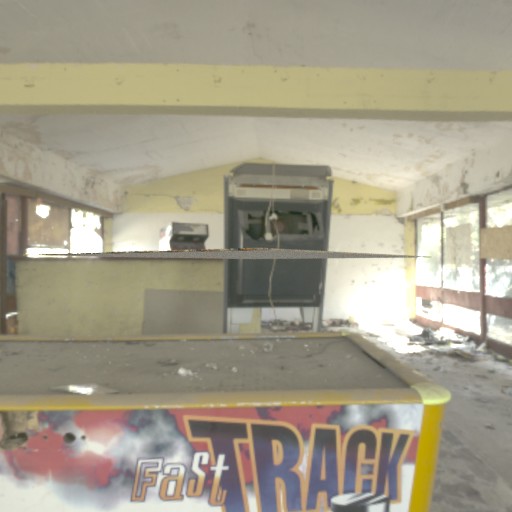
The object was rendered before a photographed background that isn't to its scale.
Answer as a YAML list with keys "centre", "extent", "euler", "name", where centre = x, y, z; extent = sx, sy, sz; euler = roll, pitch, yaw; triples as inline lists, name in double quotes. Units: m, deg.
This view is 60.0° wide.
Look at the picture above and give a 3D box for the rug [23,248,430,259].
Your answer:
- centre: [0.000, 0.000, 3.454]
  extent: [1.971, 0.010, 2.651]
  euler: [-1, -1, 36]
  name: "rug"
